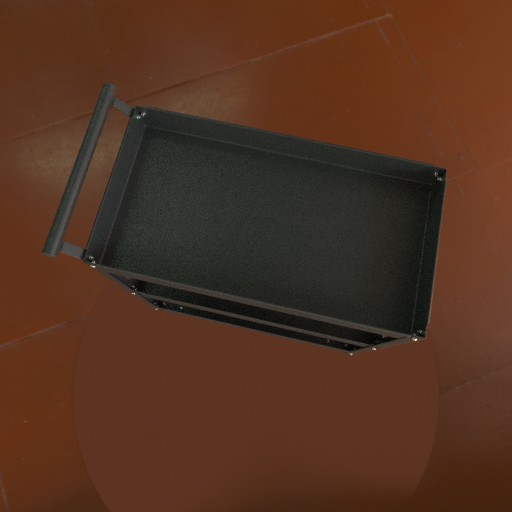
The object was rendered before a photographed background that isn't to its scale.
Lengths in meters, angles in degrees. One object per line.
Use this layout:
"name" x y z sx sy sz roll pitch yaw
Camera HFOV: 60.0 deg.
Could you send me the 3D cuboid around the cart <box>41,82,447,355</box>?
"cart" 0.000 0.000 1.199 0.719 0.780 0.366 12 75 3
